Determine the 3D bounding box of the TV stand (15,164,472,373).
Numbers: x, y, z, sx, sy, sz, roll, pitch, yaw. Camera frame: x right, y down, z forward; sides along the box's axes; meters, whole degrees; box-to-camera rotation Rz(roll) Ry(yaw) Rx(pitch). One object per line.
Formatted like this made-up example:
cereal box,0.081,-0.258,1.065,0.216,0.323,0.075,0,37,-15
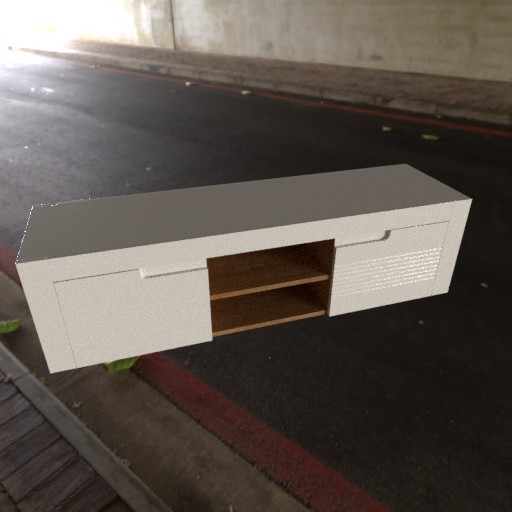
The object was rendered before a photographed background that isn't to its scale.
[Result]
TV stand,0.000,0.000,1.679,1.500,0.440,0.410,-9,31,-15
